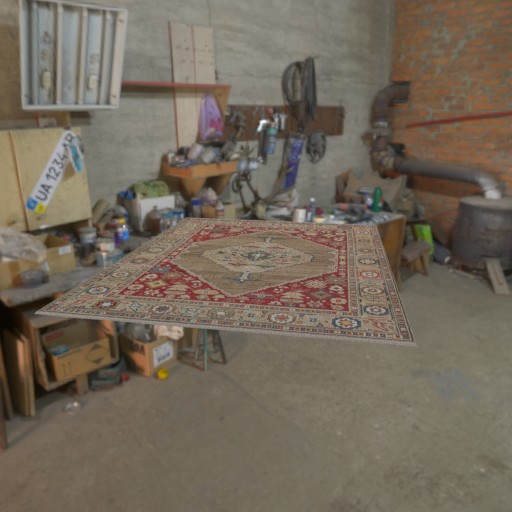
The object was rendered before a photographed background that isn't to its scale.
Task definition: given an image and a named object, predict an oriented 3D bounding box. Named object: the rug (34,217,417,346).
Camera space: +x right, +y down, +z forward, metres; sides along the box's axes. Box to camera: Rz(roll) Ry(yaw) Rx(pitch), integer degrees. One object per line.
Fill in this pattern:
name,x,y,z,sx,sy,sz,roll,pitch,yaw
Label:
rug,0.000,0.000,4.219,2.451,0.008,3.143,3,17,10
